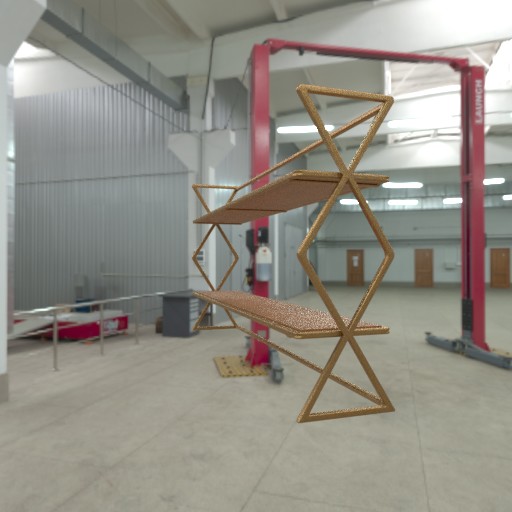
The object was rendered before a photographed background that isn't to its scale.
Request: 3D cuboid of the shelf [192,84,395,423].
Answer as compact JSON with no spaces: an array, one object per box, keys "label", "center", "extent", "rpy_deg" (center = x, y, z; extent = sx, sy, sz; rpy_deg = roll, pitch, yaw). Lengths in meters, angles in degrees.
[{"label":"shelf","center":[0.000,0.000,0.999],"extent":[0.150,0.450,0.822],"rpy_deg":[0,-1,-18]}]
